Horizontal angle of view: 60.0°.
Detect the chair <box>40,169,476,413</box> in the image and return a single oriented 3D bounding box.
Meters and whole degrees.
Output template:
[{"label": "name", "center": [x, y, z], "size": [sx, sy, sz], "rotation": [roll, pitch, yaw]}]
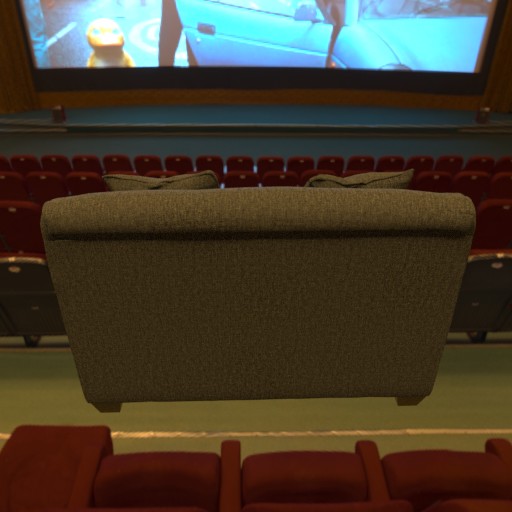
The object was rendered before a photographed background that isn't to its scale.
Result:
[{"label": "chair", "center": [0.000, 0.000, 1.977], "size": [1.383, 0.948, 1.000], "rotation": [-1, 30, -1]}]
